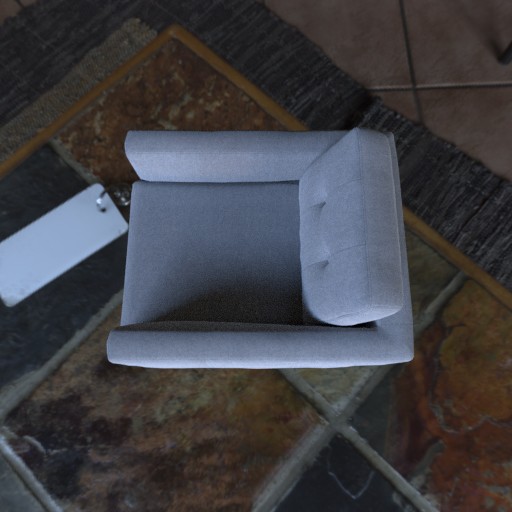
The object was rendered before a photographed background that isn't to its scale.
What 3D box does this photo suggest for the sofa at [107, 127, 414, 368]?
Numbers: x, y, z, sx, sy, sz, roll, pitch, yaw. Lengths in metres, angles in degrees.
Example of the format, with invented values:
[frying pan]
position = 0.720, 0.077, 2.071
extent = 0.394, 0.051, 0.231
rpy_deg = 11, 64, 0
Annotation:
[sofa]
position = 0.000, 0.000, 1.573
extent = 0.920, 0.860, 0.770
rpy_deg = 0, 74, 0
